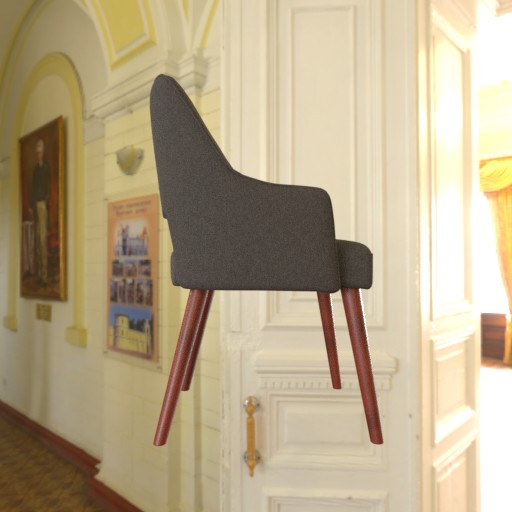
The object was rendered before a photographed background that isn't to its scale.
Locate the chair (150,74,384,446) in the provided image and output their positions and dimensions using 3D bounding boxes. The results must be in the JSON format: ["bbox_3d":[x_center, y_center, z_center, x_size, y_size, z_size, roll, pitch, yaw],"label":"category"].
[{"bbox_3d":[0.000,0.000,1.203,0.560,0.838,0.559,0,-1,-1],"label":"chair"}]
